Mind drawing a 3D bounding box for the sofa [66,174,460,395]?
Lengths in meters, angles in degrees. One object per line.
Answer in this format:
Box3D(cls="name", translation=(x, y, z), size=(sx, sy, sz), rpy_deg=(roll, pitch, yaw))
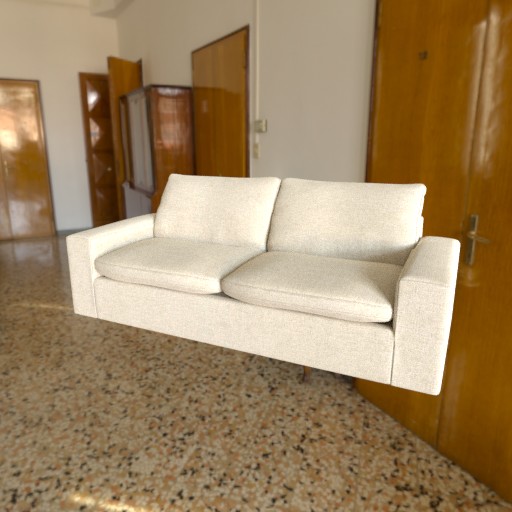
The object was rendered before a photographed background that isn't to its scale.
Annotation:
Box3D(cls="sofa", translation=(0.000, 0.000, 2.791), size=(2.299, 0.922, 1.040), rpy_deg=(7, 16, 25))
